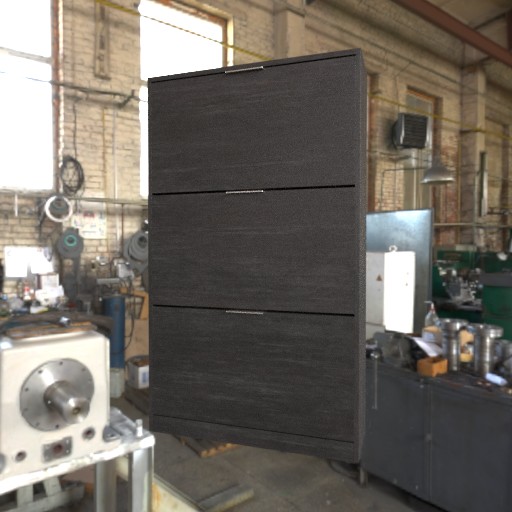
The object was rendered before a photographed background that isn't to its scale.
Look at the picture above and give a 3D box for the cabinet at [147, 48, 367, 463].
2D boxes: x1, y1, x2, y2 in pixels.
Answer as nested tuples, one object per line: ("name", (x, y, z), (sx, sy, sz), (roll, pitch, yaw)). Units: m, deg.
("cabinet", (0.000, 0.000, 1.590), (0.750, 1.280, 0.250), (0, 1, 19))
